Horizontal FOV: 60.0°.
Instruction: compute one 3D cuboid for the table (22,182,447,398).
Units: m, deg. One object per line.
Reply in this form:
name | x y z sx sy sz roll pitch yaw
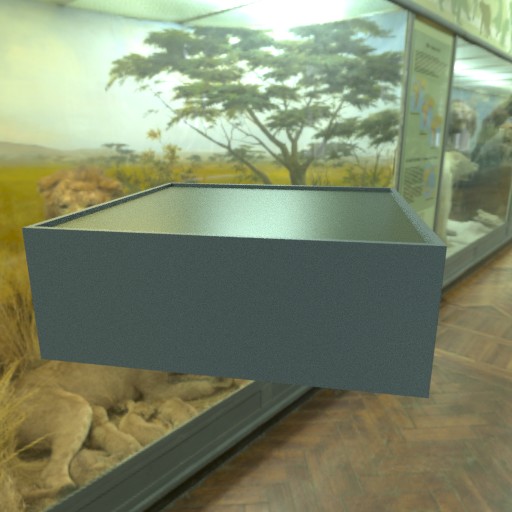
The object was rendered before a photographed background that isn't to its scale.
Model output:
table | 0.000 0.000 1.233 0.801 0.299 0.801 3 16 10
